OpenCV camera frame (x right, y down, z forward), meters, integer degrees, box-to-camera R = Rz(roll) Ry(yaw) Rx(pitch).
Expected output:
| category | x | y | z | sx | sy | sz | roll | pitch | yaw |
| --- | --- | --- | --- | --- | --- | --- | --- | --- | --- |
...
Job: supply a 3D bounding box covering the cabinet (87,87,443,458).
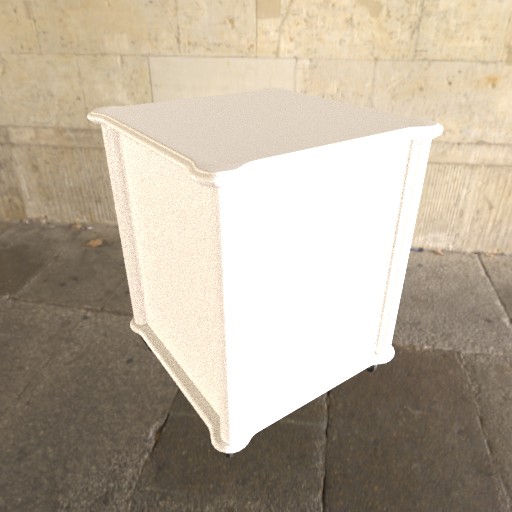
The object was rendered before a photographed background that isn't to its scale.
| category | x | y | z | sx | sy | sz | roll | pitch | yaw |
| --- | --- | --- | --- | --- | --- | --- | --- | --- | --- |
| cabinet | 0.000 | 0.000 | 1.231 | 0.628 | 0.761 | 0.627 | -19 | 35 | -30 |
